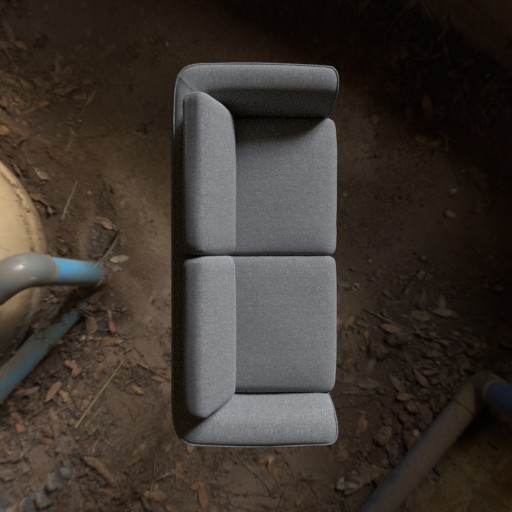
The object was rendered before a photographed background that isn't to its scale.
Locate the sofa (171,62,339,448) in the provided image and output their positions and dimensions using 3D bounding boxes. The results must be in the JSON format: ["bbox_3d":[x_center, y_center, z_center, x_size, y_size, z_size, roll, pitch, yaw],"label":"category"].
[{"bbox_3d":[0.000,0.000,2.481,0.920,0.870,2.000,0,91,0],"label":"sofa"}]
